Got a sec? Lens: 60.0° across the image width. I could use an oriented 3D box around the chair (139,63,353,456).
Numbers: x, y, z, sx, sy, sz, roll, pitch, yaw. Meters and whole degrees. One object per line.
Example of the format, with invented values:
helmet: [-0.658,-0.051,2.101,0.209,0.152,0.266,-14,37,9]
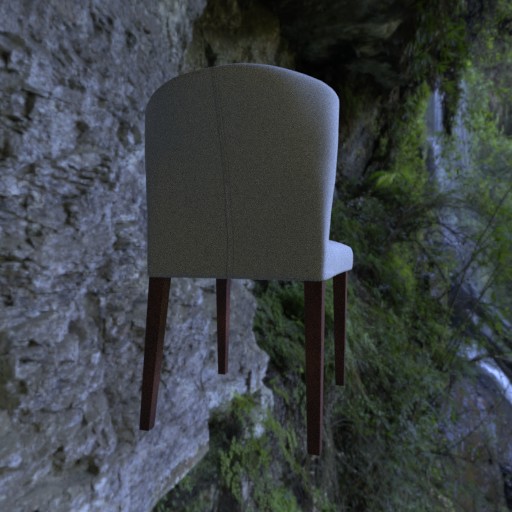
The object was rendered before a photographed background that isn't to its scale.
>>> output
chair: [0.000,0.000,1.236,0.491,0.839,0.592,0,2,18]
